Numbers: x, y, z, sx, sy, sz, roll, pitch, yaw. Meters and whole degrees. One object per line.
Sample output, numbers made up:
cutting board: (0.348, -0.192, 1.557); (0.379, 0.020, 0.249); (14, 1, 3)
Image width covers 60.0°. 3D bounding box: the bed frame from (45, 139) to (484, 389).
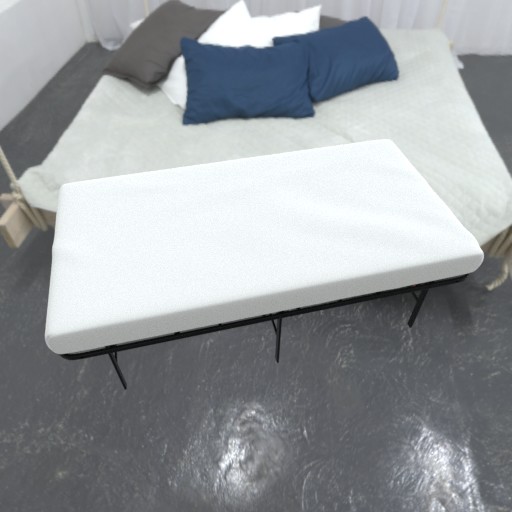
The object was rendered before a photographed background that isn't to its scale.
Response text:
bed frame: (0.000, 0.000, 2.334); (1.903, 0.619, 0.989); (-10, 48, -9)
